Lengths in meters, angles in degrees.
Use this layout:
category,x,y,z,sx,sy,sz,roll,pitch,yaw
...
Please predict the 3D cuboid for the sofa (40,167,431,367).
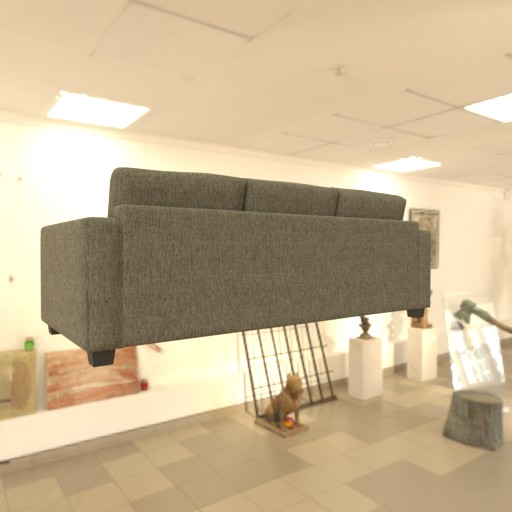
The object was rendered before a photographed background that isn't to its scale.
category,x,y,z,sx,sy,sz,roll,pitch,yaw
sofa,0.000,0.000,2.585,2.160,0.800,0.900,-1,1,-36
